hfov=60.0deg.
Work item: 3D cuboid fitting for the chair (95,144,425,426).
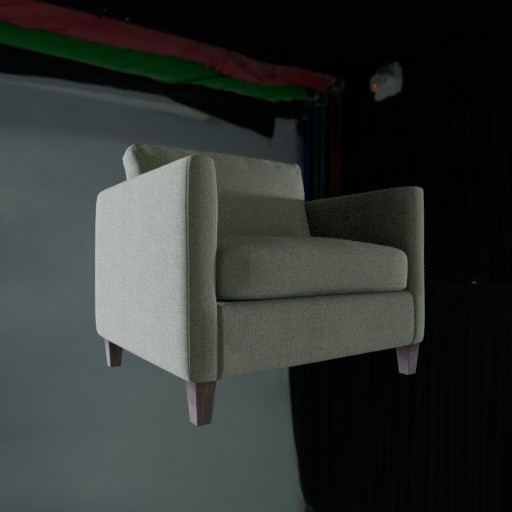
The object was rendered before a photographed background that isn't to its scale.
[{"bbox_3d":[0.000,0.000,1.878,1.107,0.963,0.959,0,0,-35],"label":"chair"}]
